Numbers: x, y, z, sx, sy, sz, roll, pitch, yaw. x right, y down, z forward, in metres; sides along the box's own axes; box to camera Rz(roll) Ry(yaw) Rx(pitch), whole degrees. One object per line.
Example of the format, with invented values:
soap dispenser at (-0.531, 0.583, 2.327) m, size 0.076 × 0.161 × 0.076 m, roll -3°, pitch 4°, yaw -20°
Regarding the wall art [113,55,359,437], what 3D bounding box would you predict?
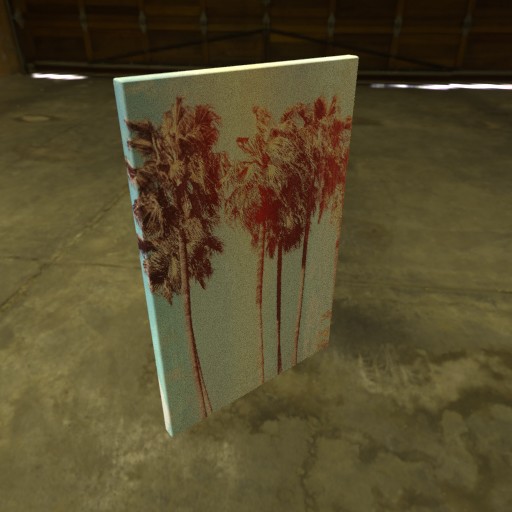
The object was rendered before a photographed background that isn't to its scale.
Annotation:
wall art at (0.000, 0.000, 1.149) m, size 0.605 × 0.915 × 0.037 m, roll -21°, pitch 36°, yaw -32°
